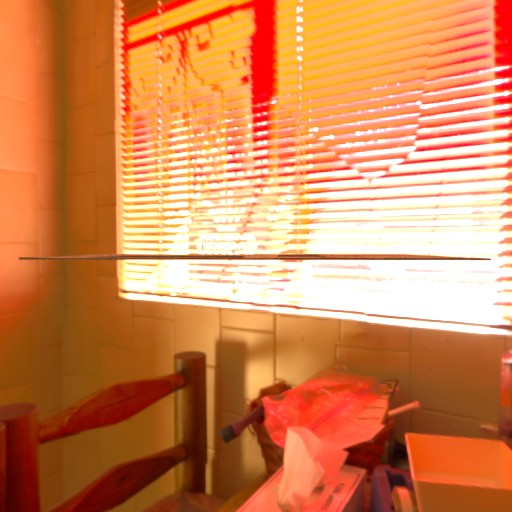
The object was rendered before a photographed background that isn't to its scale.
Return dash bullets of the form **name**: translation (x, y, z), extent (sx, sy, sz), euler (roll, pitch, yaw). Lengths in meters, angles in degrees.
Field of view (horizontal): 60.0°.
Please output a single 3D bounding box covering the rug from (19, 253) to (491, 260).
- **rug**: translation (0.000, 0.000, 3.030), extent (2.436, 0.015, 1.521), euler (0, 1, 2)
